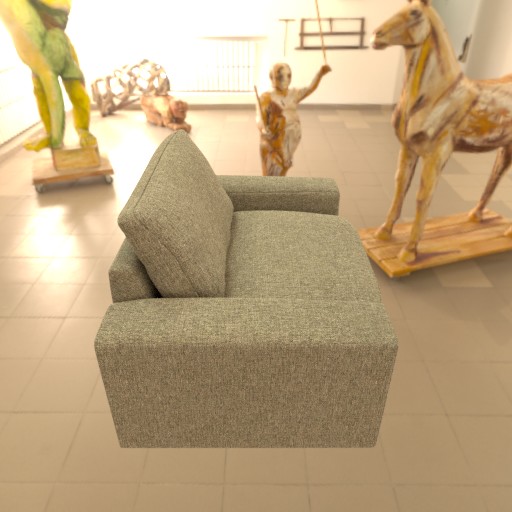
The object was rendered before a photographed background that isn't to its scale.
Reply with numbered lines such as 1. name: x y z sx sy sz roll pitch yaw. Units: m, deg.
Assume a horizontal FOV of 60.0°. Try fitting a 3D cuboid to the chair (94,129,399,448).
1. chair: 0.000 0.000 2.045 1.039 0.915 1.398 0 32 0
